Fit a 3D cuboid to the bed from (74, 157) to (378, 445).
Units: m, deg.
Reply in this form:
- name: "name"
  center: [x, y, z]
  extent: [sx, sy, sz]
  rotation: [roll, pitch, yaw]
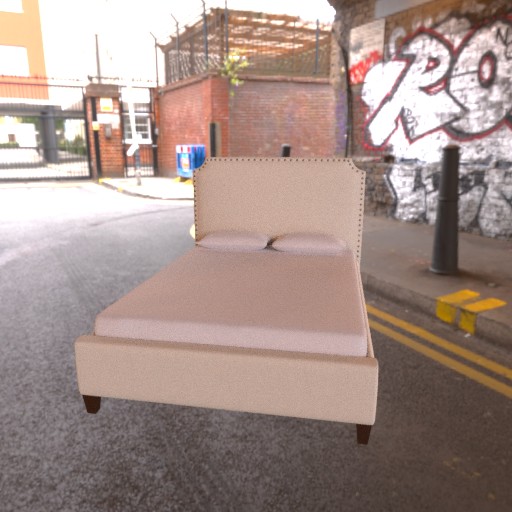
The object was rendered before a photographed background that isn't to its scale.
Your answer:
- name: "bed"
  center: [0.000, 0.000, 3.425]
  extent: [1.712, 1.443, 2.372]
  rotation: [2, 14, 10]
